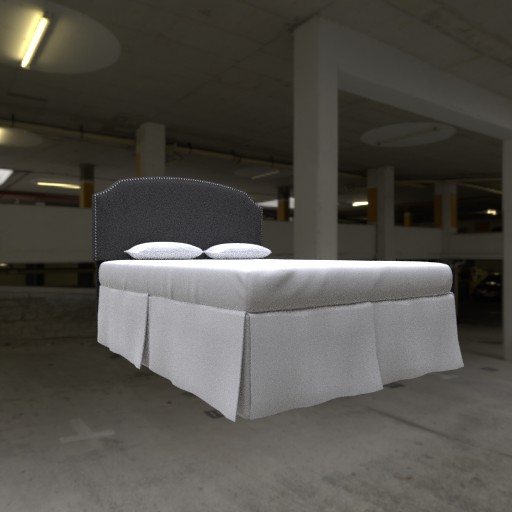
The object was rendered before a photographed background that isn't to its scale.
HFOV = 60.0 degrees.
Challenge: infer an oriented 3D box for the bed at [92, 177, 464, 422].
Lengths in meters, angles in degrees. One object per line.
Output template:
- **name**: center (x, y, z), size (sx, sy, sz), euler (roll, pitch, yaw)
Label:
- **bed**: center (0.000, 0.000, 2.881), size (1.558, 1.270, 1.999), euler (0, 0, -36)
